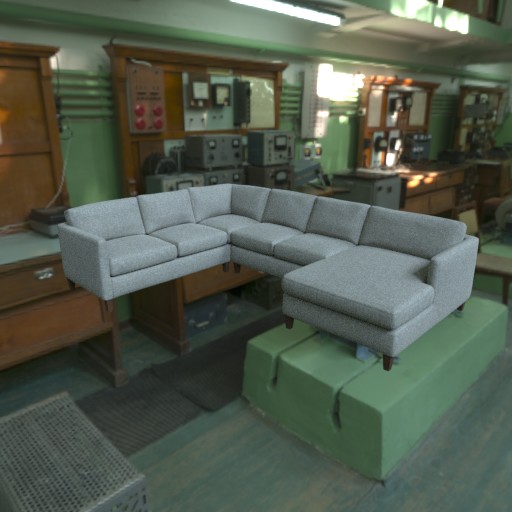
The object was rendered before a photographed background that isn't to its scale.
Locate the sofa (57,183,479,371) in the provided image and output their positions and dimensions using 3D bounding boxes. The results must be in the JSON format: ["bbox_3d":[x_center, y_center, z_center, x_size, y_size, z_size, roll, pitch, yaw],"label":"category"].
[{"bbox_3d":[0.000,0.000,4.508,3.460,0.959,2.593,17,25,41],"label":"sofa"}]
